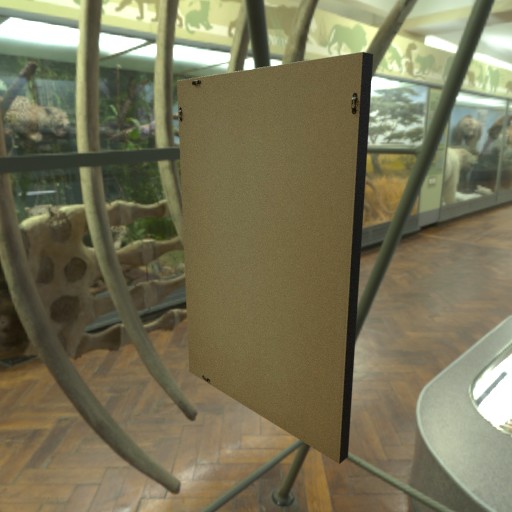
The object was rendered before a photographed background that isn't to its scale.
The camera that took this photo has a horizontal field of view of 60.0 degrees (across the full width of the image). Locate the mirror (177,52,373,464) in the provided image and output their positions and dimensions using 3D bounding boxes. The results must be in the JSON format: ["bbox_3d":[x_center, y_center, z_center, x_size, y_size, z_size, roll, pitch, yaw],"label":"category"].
[{"bbox_3d":[0.000,0.000,1.170,0.041,0.915,0.609,-14,20,-42],"label":"mirror"}]
